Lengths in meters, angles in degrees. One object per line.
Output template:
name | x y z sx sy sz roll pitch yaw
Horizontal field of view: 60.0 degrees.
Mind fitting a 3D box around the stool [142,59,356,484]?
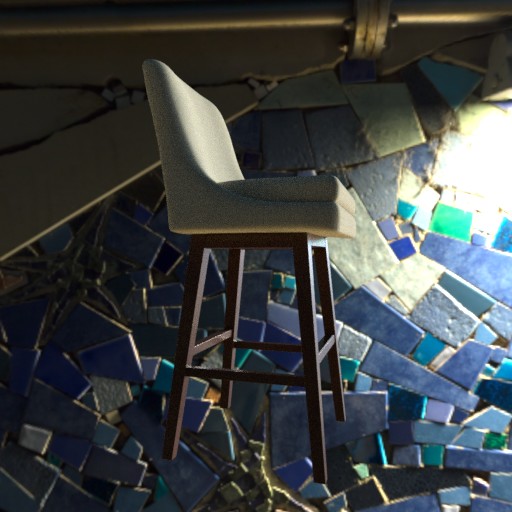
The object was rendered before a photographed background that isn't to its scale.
stool | 0.000 0.000 1.338 0.559 1.093 0.483 0 0 18
